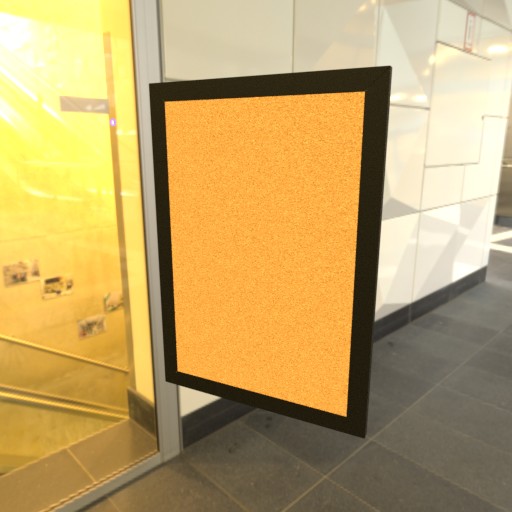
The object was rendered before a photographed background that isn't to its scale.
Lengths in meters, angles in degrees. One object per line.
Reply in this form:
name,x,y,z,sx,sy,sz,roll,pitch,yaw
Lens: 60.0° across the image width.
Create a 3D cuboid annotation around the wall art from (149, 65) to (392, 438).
wall art,0.000,0.000,0.604,0.326,0.459,0.011,7,16,26
